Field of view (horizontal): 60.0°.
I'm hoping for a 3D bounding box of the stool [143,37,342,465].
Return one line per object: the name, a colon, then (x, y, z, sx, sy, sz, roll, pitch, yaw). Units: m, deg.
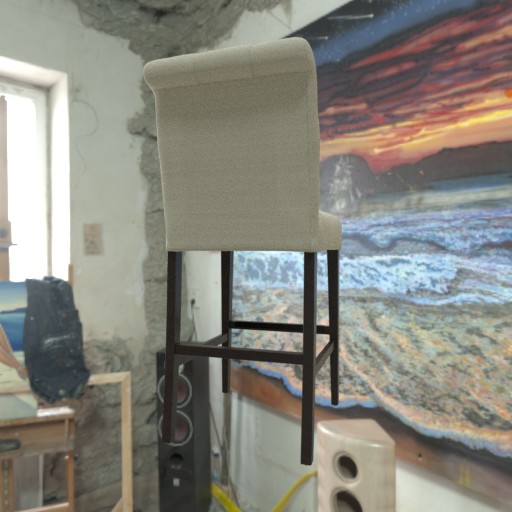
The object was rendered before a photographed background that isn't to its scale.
stool: (0.000, 0.000, 1.448, 0.482, 1.118, 0.610, 0, 1, 18)
